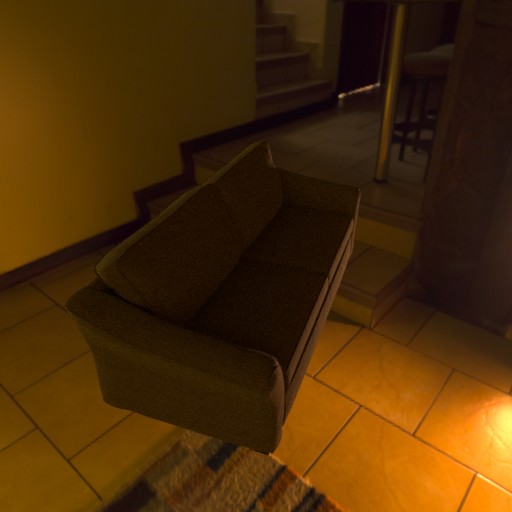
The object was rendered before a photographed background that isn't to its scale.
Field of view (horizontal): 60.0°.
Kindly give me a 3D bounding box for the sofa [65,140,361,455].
[{"bbox_3d":[0.000,0.000,2.815,0.971,0.950,2.270,11,32,18],"label":"sofa"}]
